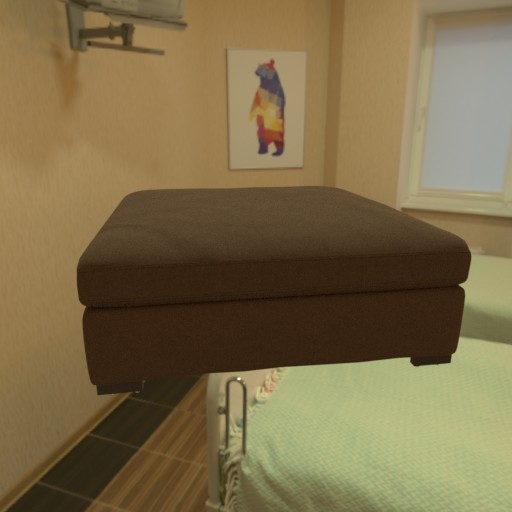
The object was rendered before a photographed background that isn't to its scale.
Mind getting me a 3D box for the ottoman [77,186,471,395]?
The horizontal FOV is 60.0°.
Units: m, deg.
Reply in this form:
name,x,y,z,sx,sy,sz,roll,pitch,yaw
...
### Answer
name,x,y,z,sx,sy,sz,roll,pitch,yaw
ottoman,0.000,0.000,1.847,1.181,0.470,1.181,-3,17,-9
